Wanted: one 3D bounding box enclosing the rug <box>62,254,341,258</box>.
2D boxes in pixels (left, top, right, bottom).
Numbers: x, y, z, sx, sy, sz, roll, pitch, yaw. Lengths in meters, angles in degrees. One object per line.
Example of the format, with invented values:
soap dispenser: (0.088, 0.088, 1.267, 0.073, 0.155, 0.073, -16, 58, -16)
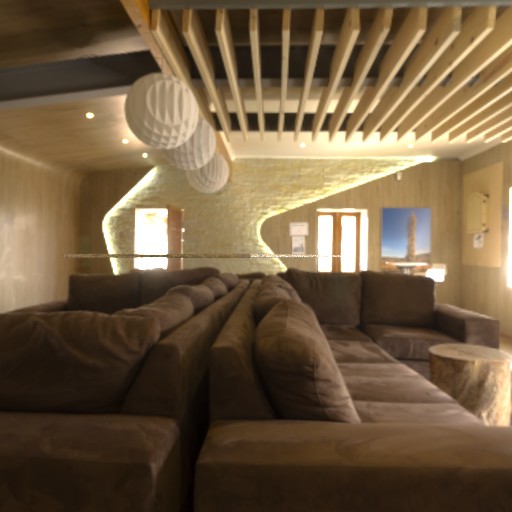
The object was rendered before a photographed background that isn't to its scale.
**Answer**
rug: (0.000, 0.000, 2.524, 0.700, 0.014, 2.290, 0, 0, 18)
